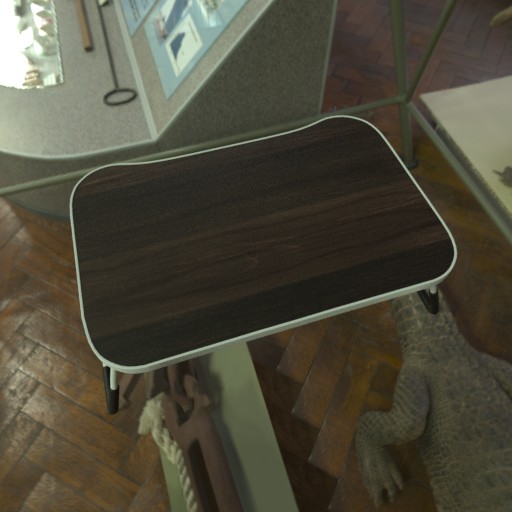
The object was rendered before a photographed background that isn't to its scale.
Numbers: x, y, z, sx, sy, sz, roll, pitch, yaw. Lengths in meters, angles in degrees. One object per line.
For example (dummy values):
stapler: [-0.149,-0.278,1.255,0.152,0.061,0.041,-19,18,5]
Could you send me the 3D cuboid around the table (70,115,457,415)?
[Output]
table: [0.000,0.000,0.841,0.660,0.232,0.400,-15,58,-10]
